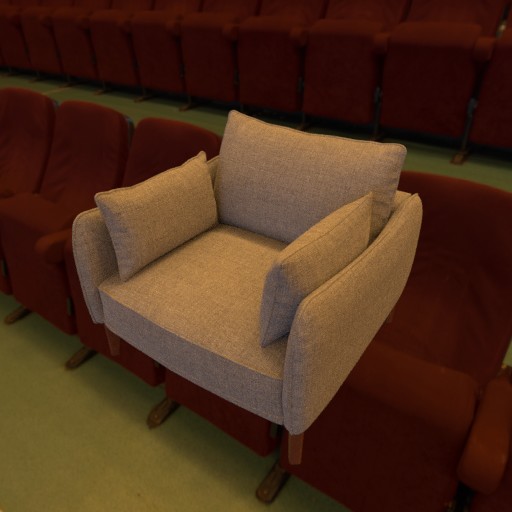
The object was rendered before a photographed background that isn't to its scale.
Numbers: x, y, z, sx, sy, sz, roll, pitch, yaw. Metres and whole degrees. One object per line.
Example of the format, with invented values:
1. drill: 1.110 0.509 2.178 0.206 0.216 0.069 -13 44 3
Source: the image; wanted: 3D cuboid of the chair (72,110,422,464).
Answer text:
1. chair: 0.000 0.000 1.704 0.993 0.839 0.976 20 37 29
